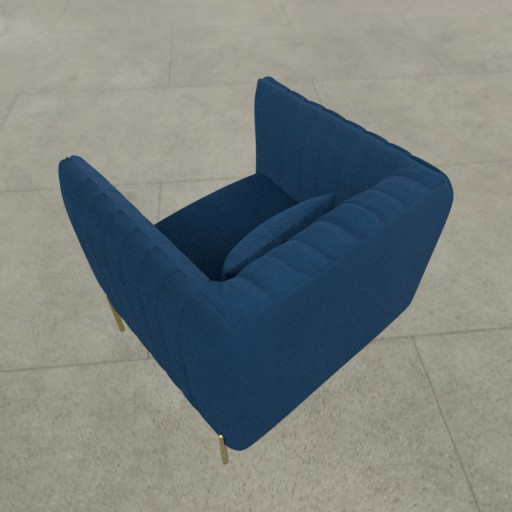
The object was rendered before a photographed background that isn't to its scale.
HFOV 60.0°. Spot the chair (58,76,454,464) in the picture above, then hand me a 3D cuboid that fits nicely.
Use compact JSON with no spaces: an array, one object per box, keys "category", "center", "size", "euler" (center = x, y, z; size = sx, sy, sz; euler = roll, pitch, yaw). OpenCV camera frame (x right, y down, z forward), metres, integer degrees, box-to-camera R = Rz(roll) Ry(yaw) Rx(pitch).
[{"category":"chair","center":[0.000,0.000,1.578],"size":[0.947,0.793,0.877],"euler":[-33,55,-26]}]
